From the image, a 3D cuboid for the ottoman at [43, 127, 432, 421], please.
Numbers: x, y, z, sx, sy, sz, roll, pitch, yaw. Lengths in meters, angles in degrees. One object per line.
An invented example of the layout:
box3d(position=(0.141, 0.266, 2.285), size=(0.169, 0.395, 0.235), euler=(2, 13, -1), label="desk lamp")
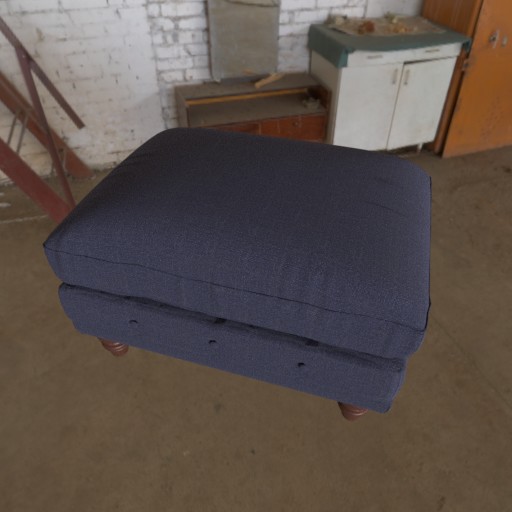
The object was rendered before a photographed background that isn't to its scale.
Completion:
box3d(position=(0.000, 0.000, 1.107), size=(0.767, 0.486, 0.558), euler=(11, 42, 13), label="ottoman")
